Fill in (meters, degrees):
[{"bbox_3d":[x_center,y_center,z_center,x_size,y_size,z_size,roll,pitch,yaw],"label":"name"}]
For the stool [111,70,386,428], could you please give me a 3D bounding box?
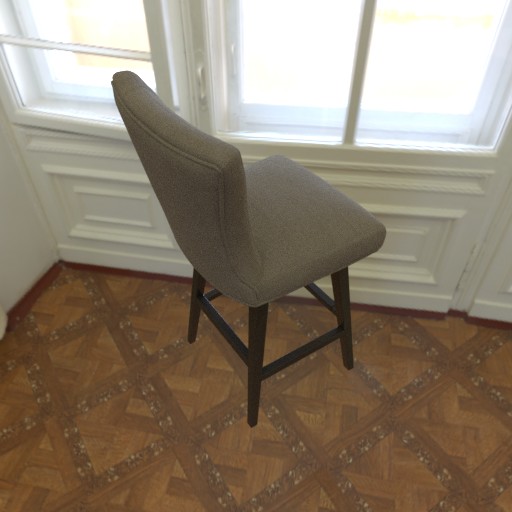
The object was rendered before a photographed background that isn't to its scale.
[{"bbox_3d":[0.000,0.000,1.375,0.574,1.086,0.514,-26,48,-25],"label":"stool"}]
